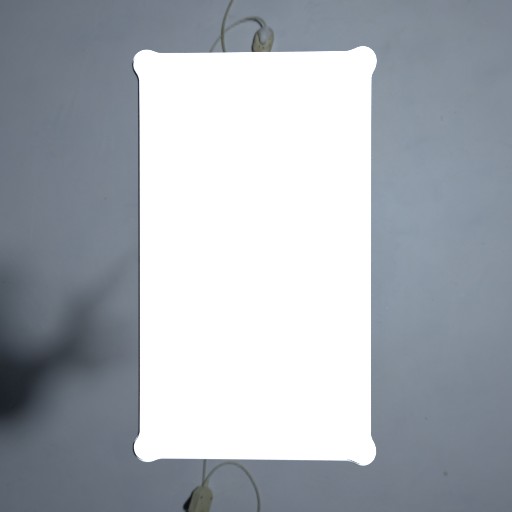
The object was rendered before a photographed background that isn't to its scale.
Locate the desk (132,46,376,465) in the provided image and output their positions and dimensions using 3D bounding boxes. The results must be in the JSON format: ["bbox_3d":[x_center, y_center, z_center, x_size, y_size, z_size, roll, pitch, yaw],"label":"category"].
[{"bbox_3d":[0.000,0.000,1.836,0.807,0.762,1.380,0,90,1],"label":"desk"}]
